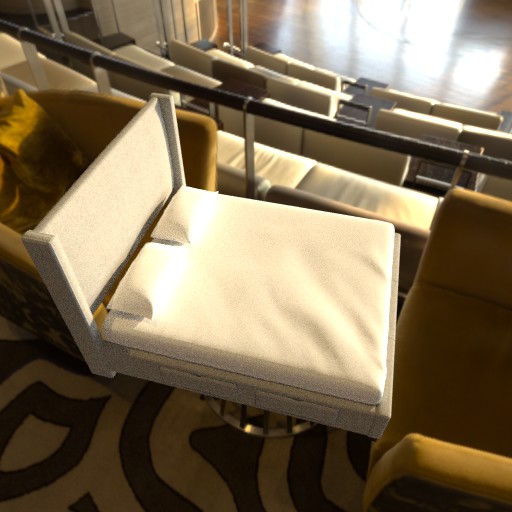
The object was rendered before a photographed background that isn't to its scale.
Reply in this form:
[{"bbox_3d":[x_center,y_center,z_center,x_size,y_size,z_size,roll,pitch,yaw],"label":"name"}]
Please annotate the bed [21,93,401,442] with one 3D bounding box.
[{"bbox_3d":[0.000,0.000,3.357,2.222,1.491,1.774,11,47,10],"label":"bed"}]
